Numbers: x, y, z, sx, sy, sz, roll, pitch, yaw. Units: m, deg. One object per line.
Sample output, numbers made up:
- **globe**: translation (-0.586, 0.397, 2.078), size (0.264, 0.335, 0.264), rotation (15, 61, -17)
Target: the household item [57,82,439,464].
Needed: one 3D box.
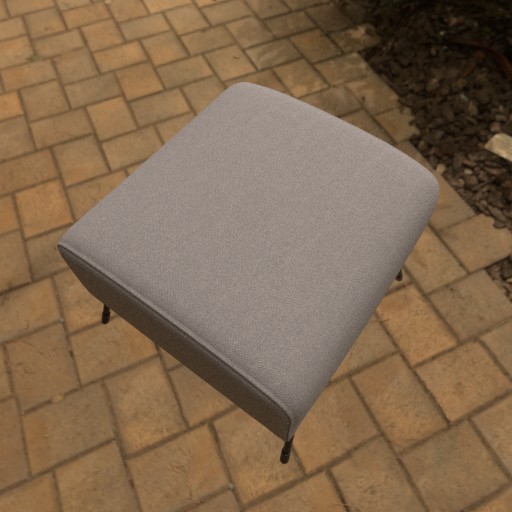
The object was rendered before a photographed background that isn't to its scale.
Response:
- **household item**: translation (0.000, 0.000, 0.903), size (0.530, 0.410, 0.530), rotation (32, 64, 17)
